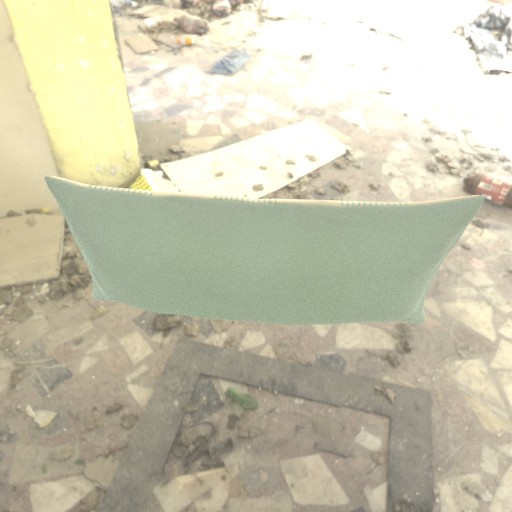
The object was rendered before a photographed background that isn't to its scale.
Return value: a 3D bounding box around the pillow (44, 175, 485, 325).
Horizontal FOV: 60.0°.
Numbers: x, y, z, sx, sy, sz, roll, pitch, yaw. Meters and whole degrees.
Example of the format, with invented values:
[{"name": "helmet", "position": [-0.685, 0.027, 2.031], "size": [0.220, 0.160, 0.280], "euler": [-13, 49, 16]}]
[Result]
[{"name": "pillow", "position": [0.000, 0.000, 0.710], "size": [0.610, 0.287, 0.151], "euler": [3, 46, 3]}]
